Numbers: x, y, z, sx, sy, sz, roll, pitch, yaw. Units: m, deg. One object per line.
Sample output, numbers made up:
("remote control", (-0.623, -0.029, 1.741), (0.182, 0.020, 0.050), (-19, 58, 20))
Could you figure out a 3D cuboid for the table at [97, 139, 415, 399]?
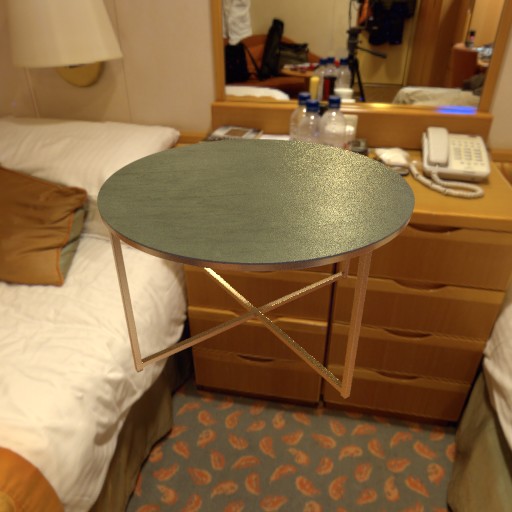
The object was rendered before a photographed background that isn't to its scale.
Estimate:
("table", (0.000, 0.000, 1.283), (0.800, 0.450, 0.800), (0, 31, 0))
